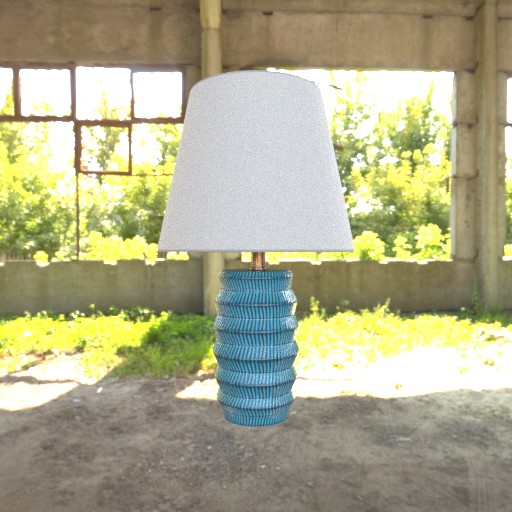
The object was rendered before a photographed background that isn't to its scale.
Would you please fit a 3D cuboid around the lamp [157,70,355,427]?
[{"bbox_3d":[0.000,0.000,0.812,0.355,0.582,0.355,0,1,0],"label":"lamp"}]
